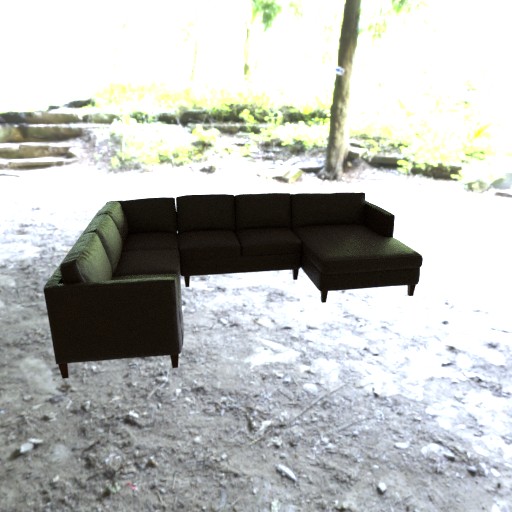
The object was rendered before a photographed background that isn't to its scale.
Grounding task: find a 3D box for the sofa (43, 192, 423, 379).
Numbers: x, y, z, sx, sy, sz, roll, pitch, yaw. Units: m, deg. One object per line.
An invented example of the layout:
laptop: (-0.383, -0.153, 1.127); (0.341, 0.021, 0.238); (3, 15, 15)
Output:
sofa: (0.000, 0.000, 4.586); (3.460, 0.923, 2.593); (-3, 19, -9)
